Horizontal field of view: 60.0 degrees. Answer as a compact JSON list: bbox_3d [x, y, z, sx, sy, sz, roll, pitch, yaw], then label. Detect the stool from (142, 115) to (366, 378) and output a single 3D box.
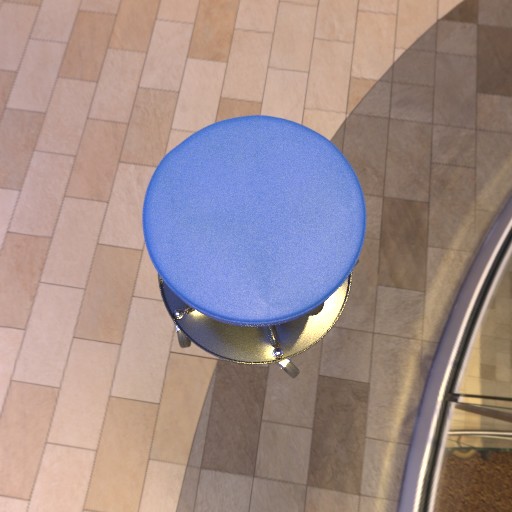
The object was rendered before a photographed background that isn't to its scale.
[{"bbox_3d":[0.000,0.000,0.705,0.381,0.365,0.382,-37,78,-9],"label":"stool"}]
